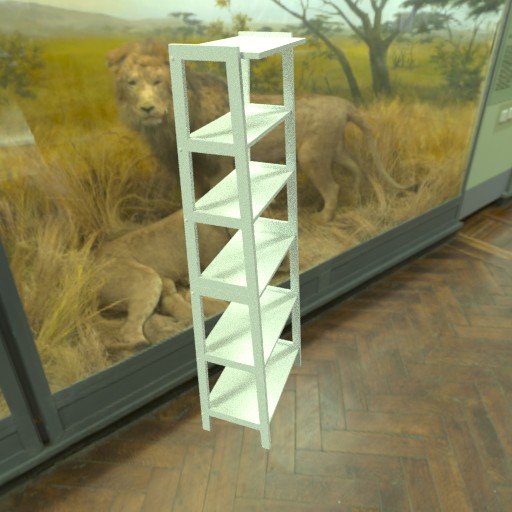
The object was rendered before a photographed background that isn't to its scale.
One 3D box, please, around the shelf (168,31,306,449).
[{"bbox_3d":[0.000,0.000,2.140,0.381,1.892,0.660,10,32,17],"label":"shelf"}]
